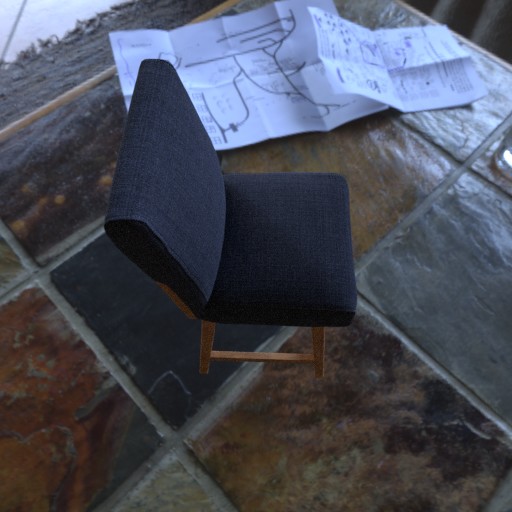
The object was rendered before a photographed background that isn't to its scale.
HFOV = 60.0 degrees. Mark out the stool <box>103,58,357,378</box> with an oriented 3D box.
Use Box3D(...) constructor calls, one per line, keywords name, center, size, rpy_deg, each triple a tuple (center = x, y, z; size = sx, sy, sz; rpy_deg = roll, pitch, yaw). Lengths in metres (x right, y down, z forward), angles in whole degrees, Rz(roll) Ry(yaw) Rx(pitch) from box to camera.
Box3D(name="stool", center=(0.000, 0.000, 1.288), size=(0.526, 1.010, 0.459), rpy_deg=(2, 62, 1))
